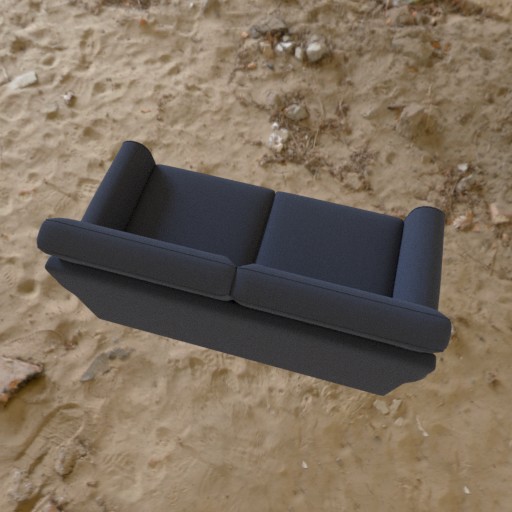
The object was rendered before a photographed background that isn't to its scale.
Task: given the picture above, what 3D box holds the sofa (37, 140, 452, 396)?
[{"bbox_3d":[0.000,0.000,2.449,1.930,1.020,0.940,14,65,7],"label":"sofa"}]
